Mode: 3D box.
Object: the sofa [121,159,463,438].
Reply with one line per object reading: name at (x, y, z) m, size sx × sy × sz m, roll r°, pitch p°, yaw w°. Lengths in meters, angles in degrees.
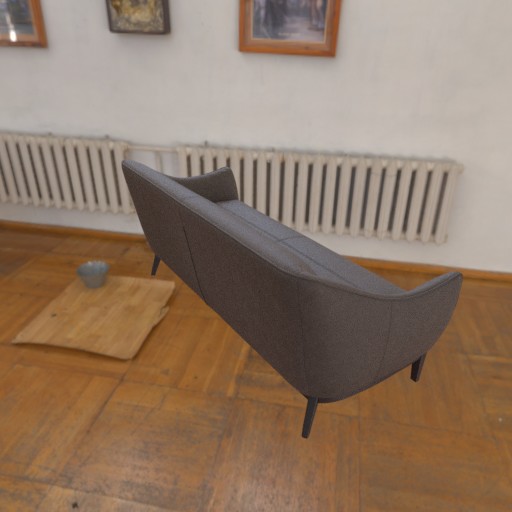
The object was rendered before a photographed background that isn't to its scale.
sofa at (0.000, 0.000, 2.432) m, size 0.869 × 0.831 × 1.928 m, roll -17°, pitch 32°, yaw -30°
